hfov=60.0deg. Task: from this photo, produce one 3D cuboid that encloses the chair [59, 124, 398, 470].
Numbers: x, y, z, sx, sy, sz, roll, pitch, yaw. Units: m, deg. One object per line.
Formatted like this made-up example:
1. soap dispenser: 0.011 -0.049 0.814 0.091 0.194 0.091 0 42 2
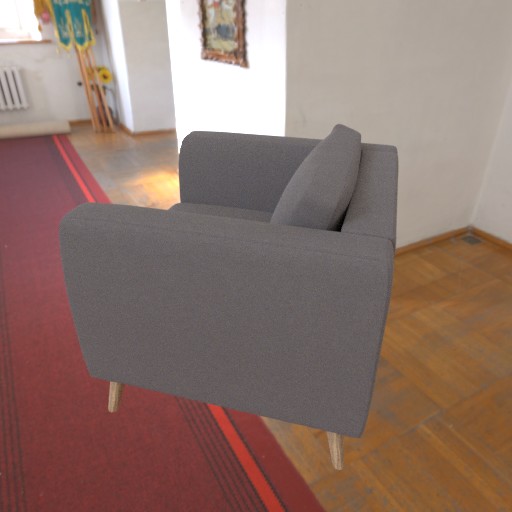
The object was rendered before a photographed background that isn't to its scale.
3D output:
1. chair: 0.000 0.000 1.641 0.930 0.860 1.000 8 32 14
